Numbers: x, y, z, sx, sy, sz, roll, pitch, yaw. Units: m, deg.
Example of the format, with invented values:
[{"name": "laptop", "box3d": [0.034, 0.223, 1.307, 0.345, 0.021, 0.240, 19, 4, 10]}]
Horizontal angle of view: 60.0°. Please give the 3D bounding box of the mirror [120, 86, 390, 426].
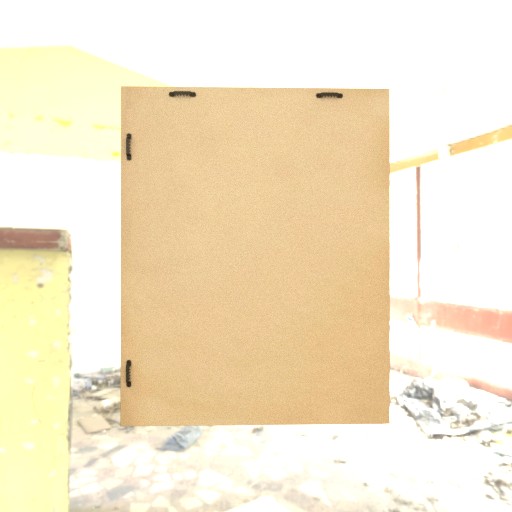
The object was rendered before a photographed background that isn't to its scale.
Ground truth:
[{"name": "mirror", "box3d": [0.000, 0.000, 0.682, 0.406, 0.509, 0.041, 0, 0, -1]}]
